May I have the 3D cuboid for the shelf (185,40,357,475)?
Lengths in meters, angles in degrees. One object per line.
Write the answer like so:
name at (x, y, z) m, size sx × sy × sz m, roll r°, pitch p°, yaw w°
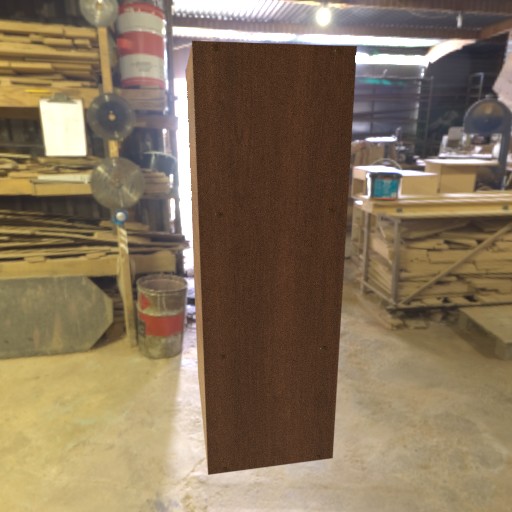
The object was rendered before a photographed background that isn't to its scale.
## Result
shelf at (0.000, 0.000, 1.078) m, size 0.290 × 0.879 × 0.414 m, roll -3°, pitch 17°, yaw -10°
